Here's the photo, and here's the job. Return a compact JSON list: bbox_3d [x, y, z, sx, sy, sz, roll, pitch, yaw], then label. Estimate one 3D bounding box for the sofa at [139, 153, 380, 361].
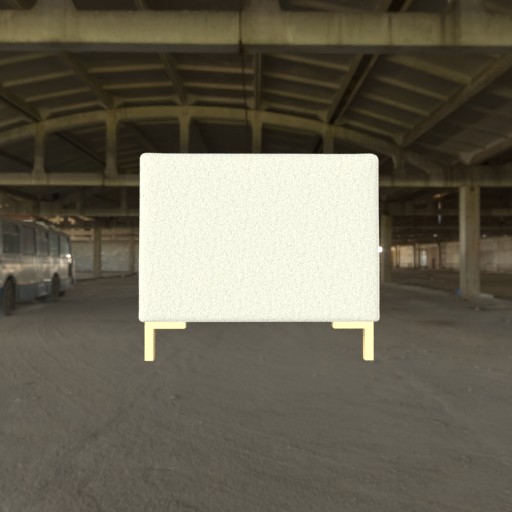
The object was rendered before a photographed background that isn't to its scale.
[{"bbox_3d":[0.000,0.000,2.309,0.746,0.641,1.985,0,0,-1],"label":"sofa"}]
